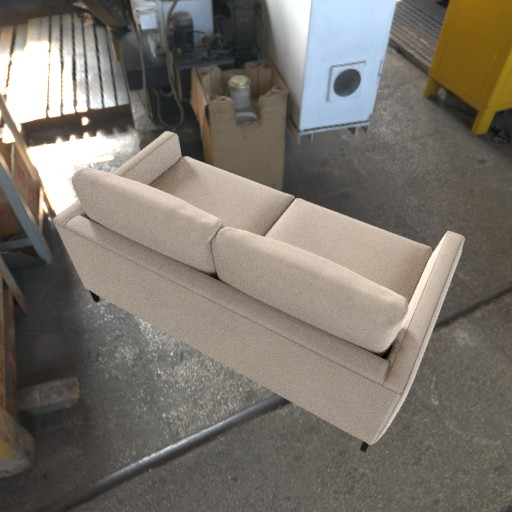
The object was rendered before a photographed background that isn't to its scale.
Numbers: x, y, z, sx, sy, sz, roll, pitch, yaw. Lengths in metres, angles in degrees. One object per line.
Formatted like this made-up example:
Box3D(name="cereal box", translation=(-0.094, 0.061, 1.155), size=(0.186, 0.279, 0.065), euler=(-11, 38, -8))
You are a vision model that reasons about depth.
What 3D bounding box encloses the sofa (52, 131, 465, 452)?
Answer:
Box3D(name="sofa", translation=(0.000, 0.000, 2.132), size=(1.682, 0.840, 0.875), euler=(24, 52, 20))
